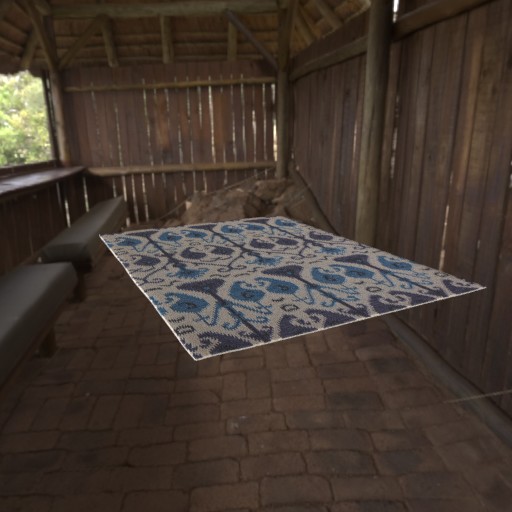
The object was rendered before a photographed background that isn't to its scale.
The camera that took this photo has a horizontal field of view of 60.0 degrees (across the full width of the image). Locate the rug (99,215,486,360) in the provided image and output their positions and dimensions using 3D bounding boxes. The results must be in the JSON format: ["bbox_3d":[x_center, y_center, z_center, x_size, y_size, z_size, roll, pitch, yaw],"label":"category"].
[{"bbox_3d":[0.000,0.000,4.328,2.443,0.024,3.228,-9,19,-26],"label":"rug"}]
